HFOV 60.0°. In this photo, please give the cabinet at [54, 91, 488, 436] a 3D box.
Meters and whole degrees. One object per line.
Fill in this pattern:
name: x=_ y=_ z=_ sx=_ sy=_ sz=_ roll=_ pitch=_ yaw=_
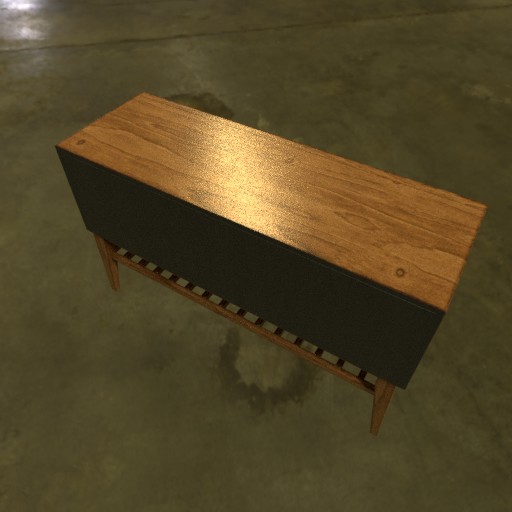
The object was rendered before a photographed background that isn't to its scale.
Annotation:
cabinet: x=0.000 y=0.000 z=1.738 sx=1.363 sy=0.802 sz=0.477 roll=24 pitch=51 yaw=21
